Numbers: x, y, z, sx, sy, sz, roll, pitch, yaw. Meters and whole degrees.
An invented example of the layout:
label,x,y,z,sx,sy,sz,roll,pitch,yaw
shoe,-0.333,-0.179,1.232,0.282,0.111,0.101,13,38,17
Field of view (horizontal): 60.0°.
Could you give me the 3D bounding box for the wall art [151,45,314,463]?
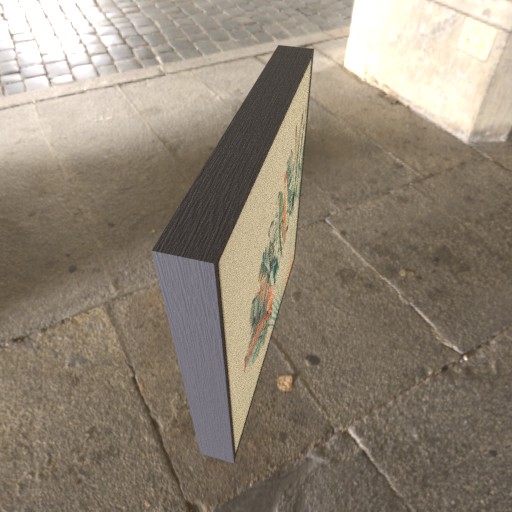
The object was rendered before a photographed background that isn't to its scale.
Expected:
label,x,y,z,sx,sy,sz,roll,pitch,yaw
wall art,0.000,0.000,0.450,0.036,0.300,0.302,11,47,11
